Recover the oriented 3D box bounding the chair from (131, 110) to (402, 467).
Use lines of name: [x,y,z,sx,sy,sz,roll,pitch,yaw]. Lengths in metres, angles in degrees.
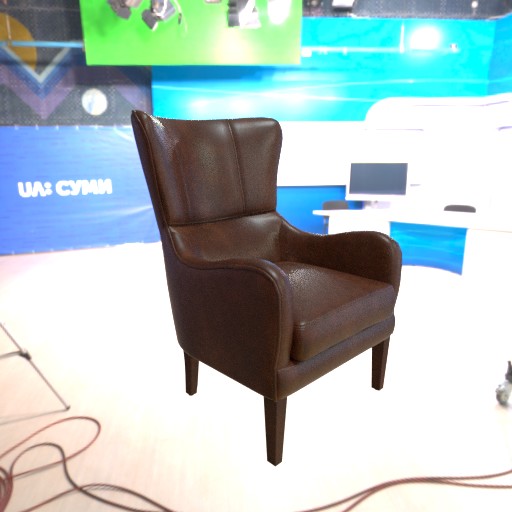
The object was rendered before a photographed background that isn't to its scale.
chair: [0.000,0.000,1.673,0.692,1.048,0.914,-14,20,-43]
